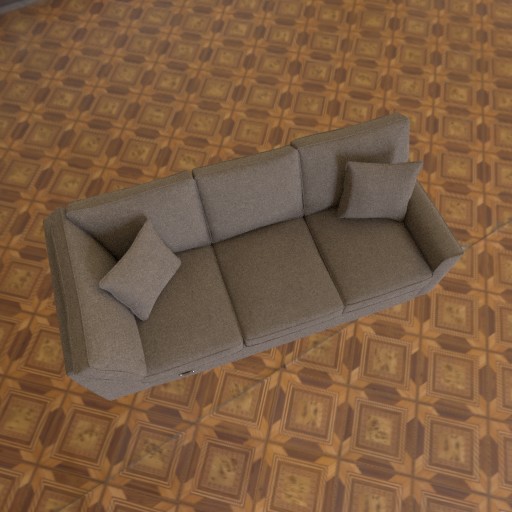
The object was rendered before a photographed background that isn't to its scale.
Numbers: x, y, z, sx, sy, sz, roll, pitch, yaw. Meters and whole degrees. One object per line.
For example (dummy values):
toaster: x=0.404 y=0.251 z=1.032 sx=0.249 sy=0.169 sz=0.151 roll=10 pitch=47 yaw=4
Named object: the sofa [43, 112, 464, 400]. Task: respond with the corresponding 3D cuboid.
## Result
sofa: x=0.000 y=0.000 z=2.802 sx=2.317 sy=0.962 sz=1.061 roll=-17 pitch=64 yaw=-9
